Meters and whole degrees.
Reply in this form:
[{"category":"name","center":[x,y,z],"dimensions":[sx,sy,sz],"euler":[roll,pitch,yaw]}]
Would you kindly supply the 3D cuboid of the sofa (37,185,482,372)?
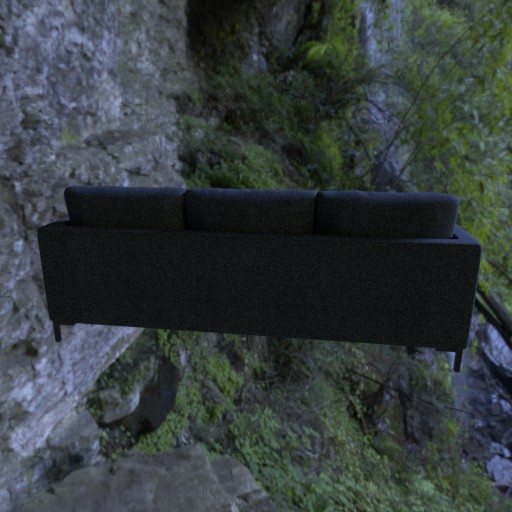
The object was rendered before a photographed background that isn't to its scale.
[{"category":"sofa","center":[0.000,0.000,2.624],"dimensions":[2.218,0.874,0.859],"euler":[2,17,8]}]
